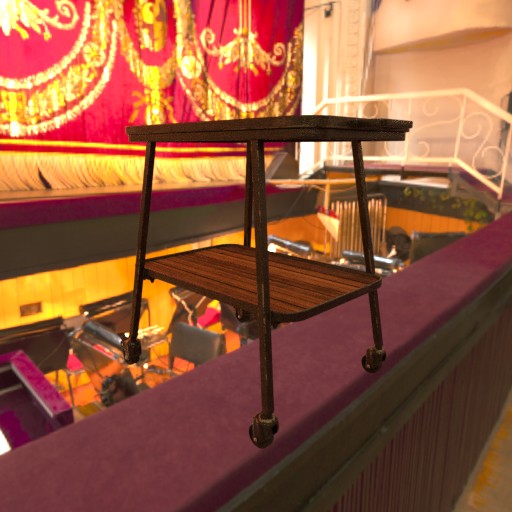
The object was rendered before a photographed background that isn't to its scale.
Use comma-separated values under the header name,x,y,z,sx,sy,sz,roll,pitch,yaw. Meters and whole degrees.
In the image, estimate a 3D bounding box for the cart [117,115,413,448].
name,x,y,z,sx,sy,sz,roll,pitch,yaw
cart,0.000,0.000,1.234,0.806,0.700,0.515,13,19,43
